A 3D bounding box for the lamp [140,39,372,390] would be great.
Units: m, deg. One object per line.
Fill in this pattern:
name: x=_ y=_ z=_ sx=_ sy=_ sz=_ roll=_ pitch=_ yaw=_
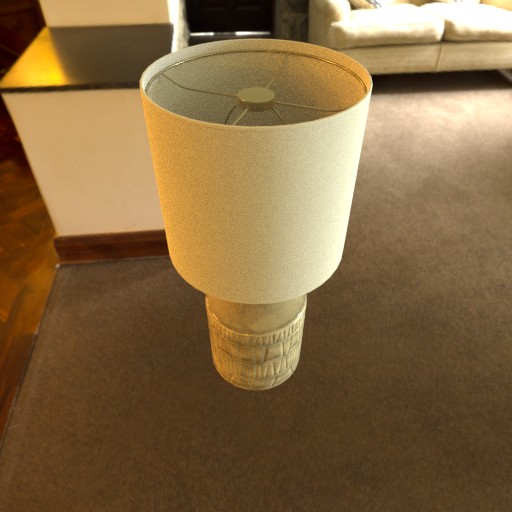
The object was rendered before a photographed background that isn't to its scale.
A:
lamp: x=0.000 y=0.000 z=0.563 sx=0.211 sy=0.455 sz=0.211 roll=25 pitch=48 yaw=24
